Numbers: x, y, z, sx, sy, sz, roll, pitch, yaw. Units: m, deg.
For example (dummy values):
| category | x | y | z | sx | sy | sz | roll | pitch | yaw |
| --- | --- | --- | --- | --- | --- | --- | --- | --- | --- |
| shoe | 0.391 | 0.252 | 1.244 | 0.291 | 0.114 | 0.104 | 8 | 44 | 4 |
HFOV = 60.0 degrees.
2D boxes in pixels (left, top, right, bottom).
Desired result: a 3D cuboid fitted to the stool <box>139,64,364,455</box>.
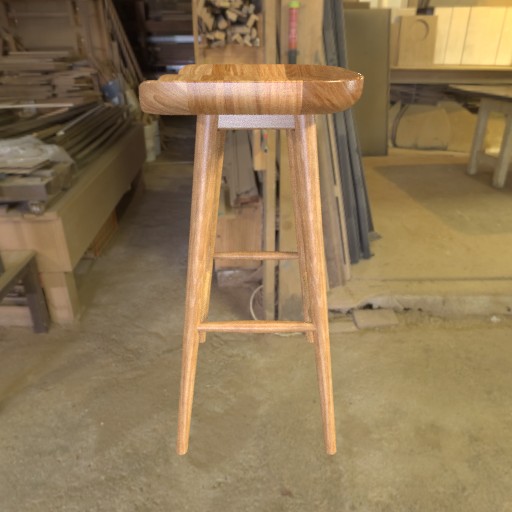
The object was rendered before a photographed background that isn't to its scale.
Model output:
| category | x | y | z | sx | sy | sz | roll | pitch | yaw |
| --- | --- | --- | --- | --- | --- | --- | --- | --- | --- |
| stool | 0.000 | 0.000 | 0.902 | 0.322 | 0.698 | 0.407 | 0 | 26 | 0 |
